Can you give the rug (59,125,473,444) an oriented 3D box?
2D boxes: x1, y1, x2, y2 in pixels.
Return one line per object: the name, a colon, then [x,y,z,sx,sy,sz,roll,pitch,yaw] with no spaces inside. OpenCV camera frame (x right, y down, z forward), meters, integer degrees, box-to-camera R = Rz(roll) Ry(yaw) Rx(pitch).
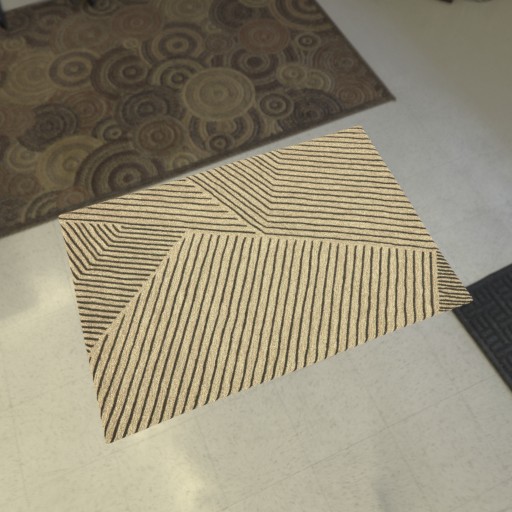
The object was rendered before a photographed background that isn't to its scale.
rug: [0.000,0.000,2.306,1.842,0.019,1.237,-19,64,-9]
